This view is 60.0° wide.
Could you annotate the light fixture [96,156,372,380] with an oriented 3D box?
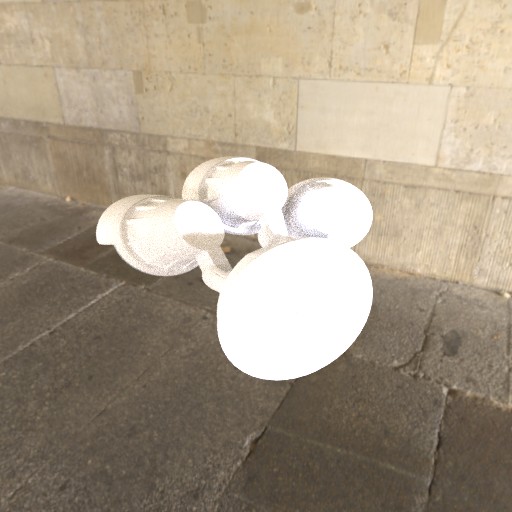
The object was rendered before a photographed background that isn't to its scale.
[{"bbox_3d":[0.000,0.000,0.550,0.369,0.237,0.278,-8,28,-15],"label":"light fixture"}]
